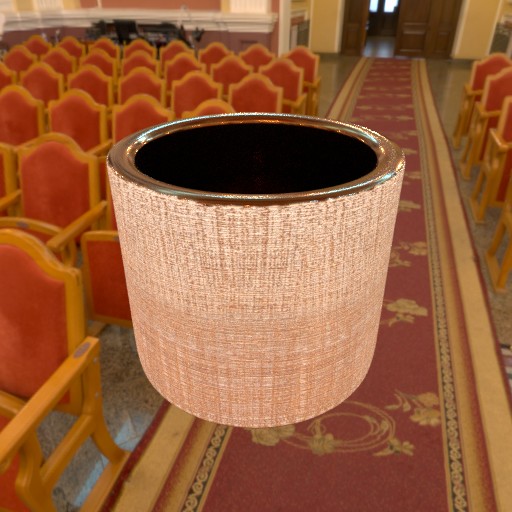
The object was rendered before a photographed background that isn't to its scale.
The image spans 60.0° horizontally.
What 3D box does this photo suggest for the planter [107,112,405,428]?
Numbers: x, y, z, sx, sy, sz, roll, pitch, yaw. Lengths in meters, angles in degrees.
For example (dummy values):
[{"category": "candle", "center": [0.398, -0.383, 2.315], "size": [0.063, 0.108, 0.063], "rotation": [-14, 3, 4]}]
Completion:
[{"category": "planter", "center": [0.000, 0.000, 0.308], "size": [0.177, 0.157, 0.177], "rotation": [0, 31, 0]}]
